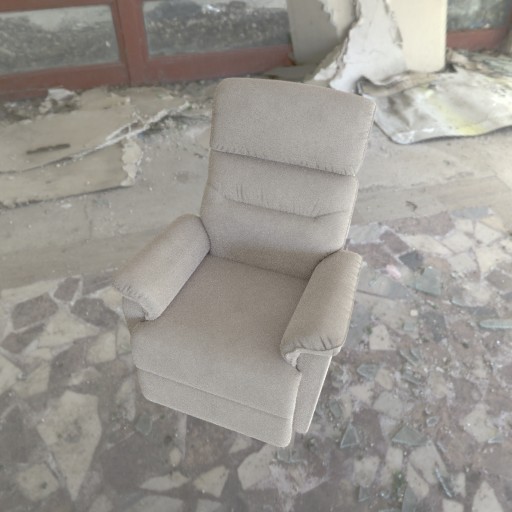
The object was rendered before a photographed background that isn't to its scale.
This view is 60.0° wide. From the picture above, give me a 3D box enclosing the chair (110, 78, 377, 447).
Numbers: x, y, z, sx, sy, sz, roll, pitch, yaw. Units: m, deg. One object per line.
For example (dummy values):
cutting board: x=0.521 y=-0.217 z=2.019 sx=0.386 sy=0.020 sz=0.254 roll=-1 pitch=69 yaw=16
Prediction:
chair: x=0.000 y=0.000 z=1.726 sx=0.820 sy=1.039 sz=1.001 roll=14 pitch=45 yaw=15
